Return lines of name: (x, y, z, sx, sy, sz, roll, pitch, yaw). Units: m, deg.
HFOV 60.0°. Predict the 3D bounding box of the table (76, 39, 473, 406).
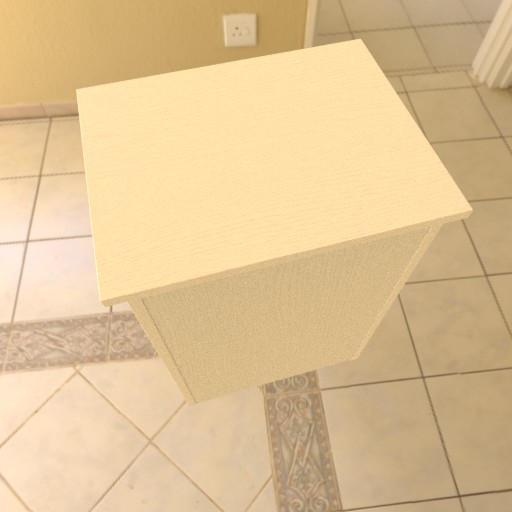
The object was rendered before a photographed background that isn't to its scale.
table: (0.000, 0.000, 0.909, 0.480, 0.635, 0.381, -14, 60, -8)
